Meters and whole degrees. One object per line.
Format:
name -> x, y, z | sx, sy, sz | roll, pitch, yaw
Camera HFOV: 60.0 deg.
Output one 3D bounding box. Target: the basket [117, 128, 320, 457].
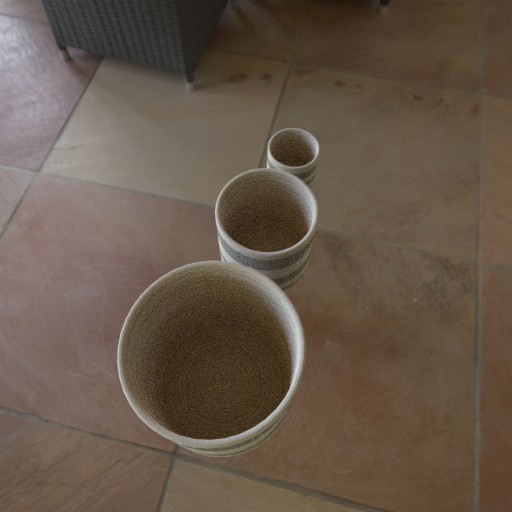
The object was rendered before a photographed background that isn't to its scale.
basket -> 0.000, 0.000, 1.093 | 0.351, 0.356, 0.917 | 15, 64, 8
